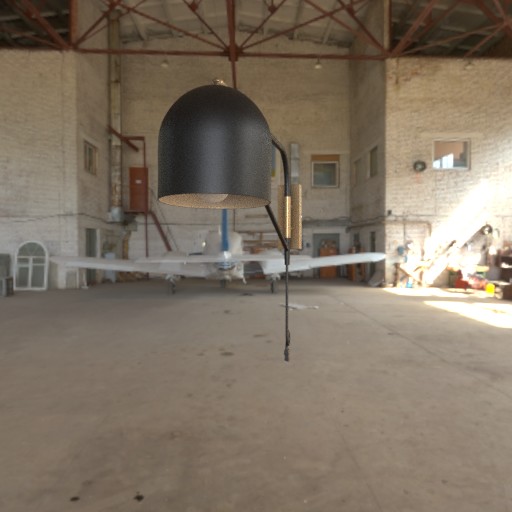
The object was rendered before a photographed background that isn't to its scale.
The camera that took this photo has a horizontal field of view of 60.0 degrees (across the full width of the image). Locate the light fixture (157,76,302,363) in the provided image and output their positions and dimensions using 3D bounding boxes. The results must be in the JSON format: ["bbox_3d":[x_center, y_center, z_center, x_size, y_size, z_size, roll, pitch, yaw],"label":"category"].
[{"bbox_3d":[0.000,0.000,1.084,0.215,0.696,0.720,0,1,18],"label":"light fixture"}]
